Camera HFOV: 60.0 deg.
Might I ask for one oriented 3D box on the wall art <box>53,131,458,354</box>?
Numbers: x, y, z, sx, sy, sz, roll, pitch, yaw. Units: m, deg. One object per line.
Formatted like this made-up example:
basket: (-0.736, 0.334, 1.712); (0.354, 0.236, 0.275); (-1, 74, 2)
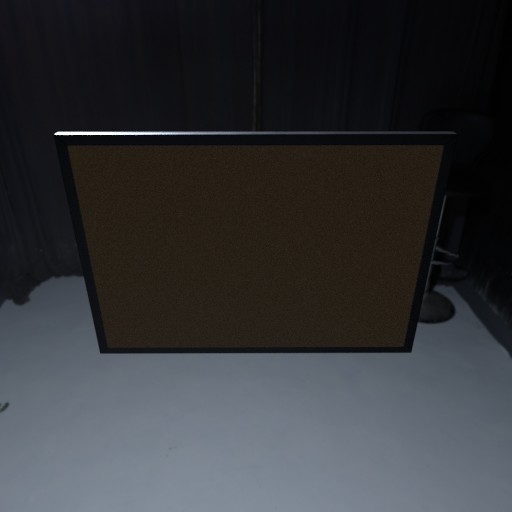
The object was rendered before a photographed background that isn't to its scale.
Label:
wall art: (0.000, 0.000, 0.559); (0.440, 0.306, 0.013); (0, 28, 0)
